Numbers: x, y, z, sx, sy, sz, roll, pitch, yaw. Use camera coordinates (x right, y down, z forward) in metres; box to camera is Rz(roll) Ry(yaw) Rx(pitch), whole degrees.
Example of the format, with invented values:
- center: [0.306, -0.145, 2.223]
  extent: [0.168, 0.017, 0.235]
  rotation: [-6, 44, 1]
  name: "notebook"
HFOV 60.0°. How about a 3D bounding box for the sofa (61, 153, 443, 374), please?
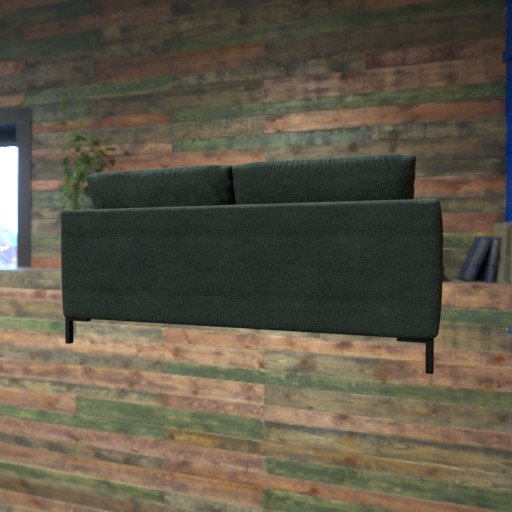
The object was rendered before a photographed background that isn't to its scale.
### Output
- center: [0.000, 0.000, 2.223]
  extent: [1.676, 0.817, 0.875]
  rotation: [0, 1, 18]
  name: "sofa"
